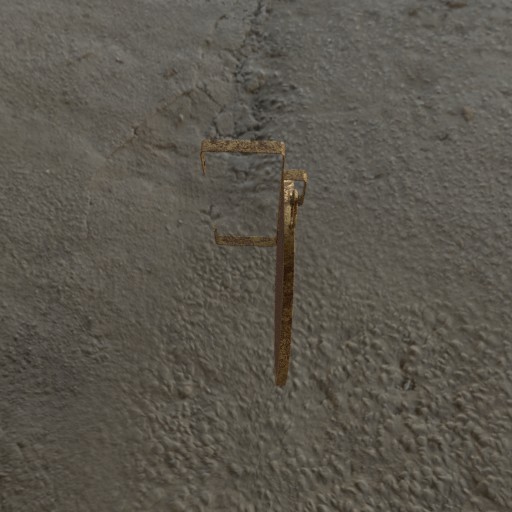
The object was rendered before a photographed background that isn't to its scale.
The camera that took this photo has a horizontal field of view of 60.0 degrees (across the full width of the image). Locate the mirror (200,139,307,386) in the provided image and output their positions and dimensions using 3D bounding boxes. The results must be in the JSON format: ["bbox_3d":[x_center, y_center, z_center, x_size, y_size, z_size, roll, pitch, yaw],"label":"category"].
[{"bbox_3d":[0.000,0.000,0.860,0.144,0.651,0.447,2,65,1],"label":"mirror"}]
